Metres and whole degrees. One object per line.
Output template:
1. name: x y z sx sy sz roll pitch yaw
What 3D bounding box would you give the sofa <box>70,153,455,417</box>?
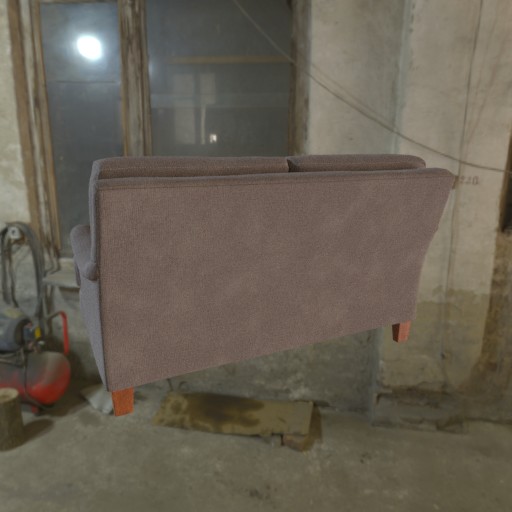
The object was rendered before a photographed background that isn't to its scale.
1. sofa: 0.000 0.000 2.453 1.853 1.101 1.084 -7 16 -26
